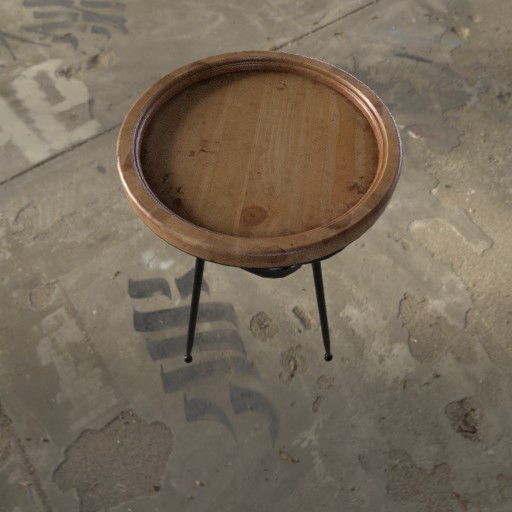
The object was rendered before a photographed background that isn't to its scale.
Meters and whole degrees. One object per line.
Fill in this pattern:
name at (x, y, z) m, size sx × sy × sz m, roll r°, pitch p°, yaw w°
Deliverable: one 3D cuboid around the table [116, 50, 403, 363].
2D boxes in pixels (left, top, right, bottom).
table at (0.000, 0.000, 0.919) m, size 0.418 × 0.664 × 0.414 m, roll -15°, pitch 59°, yaw -9°
